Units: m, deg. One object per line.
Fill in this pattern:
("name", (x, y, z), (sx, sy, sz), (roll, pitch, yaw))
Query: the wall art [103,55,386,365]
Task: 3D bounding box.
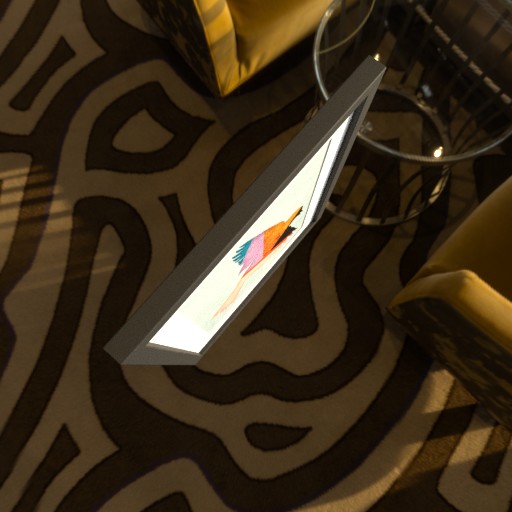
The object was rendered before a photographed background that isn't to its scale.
("wall art", (0.000, 0.000, 0.764), (0.028, 0.558, 0.457), (39, 79, 9))
